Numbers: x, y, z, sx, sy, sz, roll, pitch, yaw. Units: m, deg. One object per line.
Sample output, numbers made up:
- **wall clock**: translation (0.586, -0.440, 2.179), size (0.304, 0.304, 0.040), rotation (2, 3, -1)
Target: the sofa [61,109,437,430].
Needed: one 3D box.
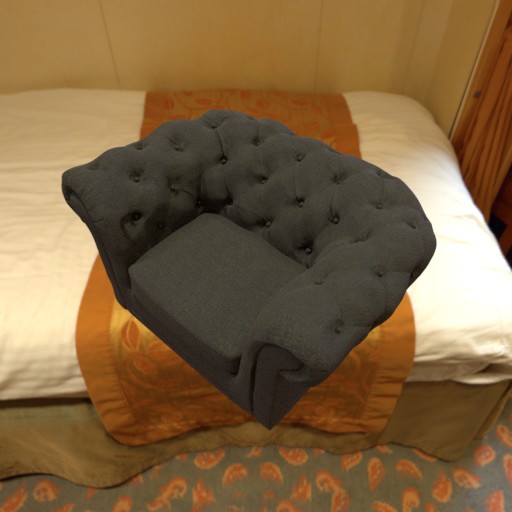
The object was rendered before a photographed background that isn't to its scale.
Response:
- **sofa**: translation (0.000, 0.000, 2.044), size (1.405, 0.878, 1.032), rotation (33, 54, 28)
